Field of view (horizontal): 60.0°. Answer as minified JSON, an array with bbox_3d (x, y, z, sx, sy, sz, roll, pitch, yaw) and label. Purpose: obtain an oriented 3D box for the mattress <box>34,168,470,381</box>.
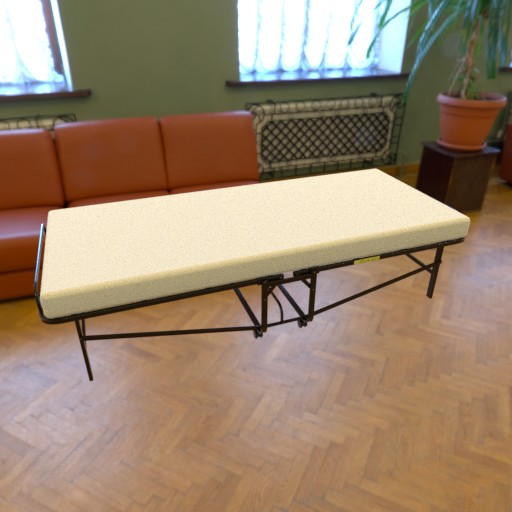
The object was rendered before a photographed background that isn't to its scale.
[{"bbox_3d":[0.000,0.000,2.484,2.153,0.519,0.922,-10,31,-18],"label":"mattress"}]
